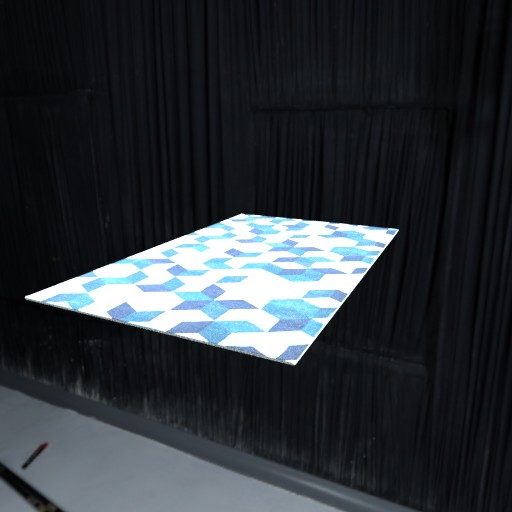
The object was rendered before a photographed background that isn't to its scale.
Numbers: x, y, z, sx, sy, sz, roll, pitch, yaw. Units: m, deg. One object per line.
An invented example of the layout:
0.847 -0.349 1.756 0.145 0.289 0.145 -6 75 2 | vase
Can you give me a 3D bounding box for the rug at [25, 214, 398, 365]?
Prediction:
0.000 0.000 3.060 1.518 0.015 2.438 8 19 25 | rug
